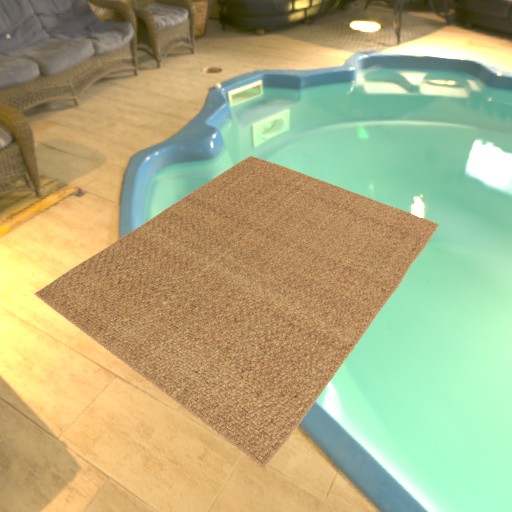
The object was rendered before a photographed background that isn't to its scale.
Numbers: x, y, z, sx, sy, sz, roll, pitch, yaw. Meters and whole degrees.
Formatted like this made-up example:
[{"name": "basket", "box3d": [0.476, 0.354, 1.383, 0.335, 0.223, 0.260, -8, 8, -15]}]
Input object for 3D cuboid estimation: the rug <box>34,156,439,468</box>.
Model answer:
[{"name": "rug", "box3d": [0.000, 0.000, 4.102, 2.439, 0.013, 3.048, 26, 47, 27]}]
